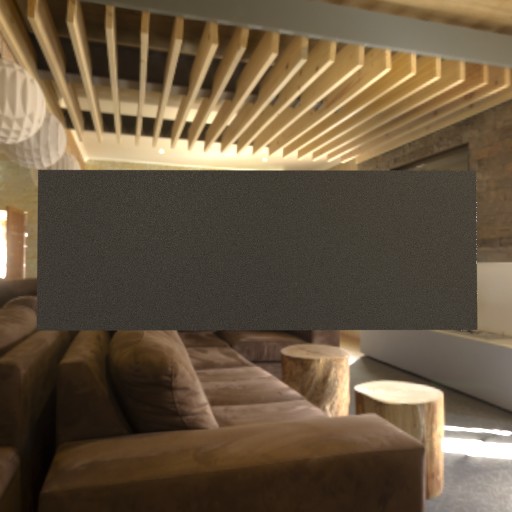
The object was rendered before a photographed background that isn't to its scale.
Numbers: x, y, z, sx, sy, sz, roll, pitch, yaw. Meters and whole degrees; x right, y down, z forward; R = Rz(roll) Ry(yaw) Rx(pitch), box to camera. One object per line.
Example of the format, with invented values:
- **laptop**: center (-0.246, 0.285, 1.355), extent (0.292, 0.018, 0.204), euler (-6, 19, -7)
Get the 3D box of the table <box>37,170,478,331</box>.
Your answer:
- **table**: center (0.000, 0.000, 1.208), extent (0.801, 0.299, 0.801), euler (0, -1, -1)
